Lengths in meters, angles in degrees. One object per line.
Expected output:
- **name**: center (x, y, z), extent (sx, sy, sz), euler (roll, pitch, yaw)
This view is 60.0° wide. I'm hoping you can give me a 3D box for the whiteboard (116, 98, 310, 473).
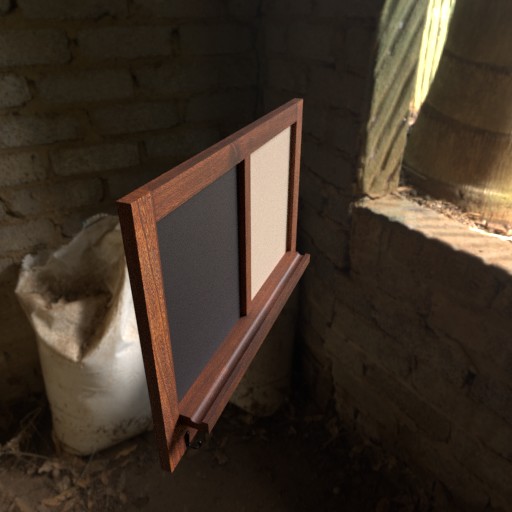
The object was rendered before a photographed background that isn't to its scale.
- **whiteboard**: center (0.000, 0.000, 1.008), extent (0.083, 0.553, 0.768), euler (11, 32, 19)
